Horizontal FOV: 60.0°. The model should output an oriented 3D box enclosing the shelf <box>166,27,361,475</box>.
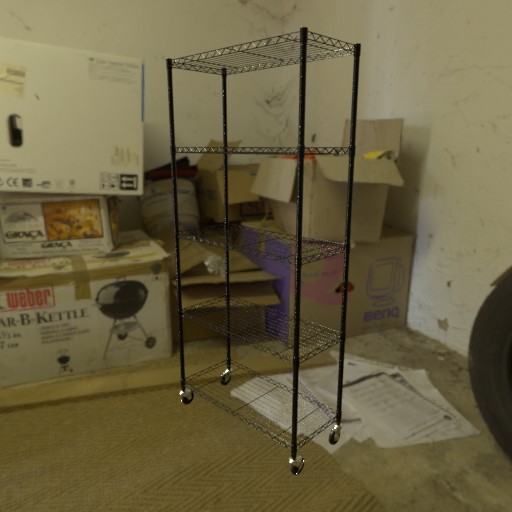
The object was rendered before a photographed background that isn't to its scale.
[{"bbox_3d":[0.000,0.000,1.932,0.762,1.645,0.356,13,19,43],"label":"shelf"}]
